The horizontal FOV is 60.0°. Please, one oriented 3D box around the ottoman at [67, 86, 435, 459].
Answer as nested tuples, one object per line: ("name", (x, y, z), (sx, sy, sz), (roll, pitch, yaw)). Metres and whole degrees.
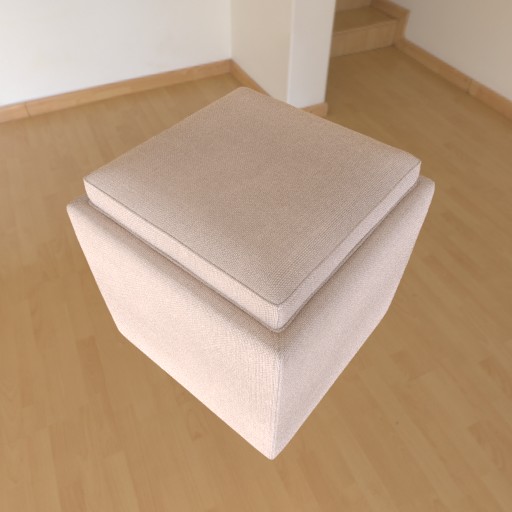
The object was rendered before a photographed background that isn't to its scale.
("ottoman", (0.000, 0.000, 0.840), (0.451, 0.460, 0.450), (32, 55, 25))
